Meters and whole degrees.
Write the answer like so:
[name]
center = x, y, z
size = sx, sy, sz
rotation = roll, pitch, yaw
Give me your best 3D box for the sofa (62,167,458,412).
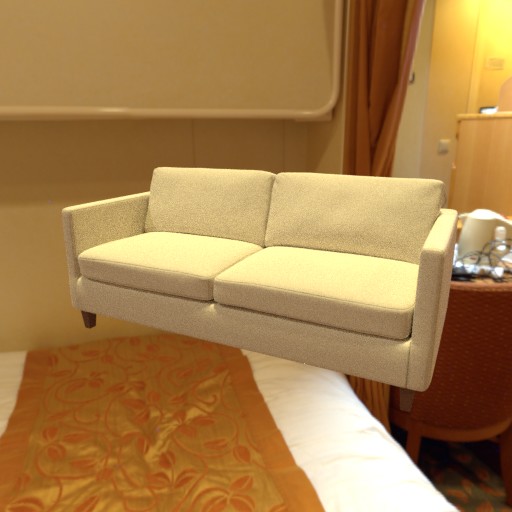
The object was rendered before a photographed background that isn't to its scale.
[sofa]
center = 0.000, 0.000, 2.467
size = 1.981, 0.889, 0.965
rotation = 8, 18, 25
